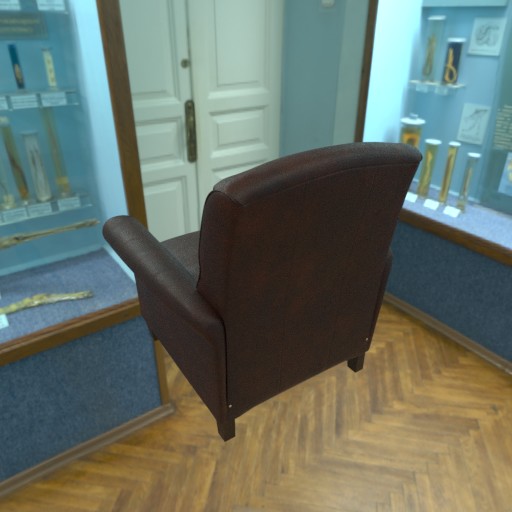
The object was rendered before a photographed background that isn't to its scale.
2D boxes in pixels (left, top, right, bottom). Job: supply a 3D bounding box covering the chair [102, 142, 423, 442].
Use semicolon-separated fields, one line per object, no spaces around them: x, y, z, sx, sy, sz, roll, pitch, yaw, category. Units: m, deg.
0.000;0.000;1.806;0.978;1.061;0.902;-17;33;-29;chair
